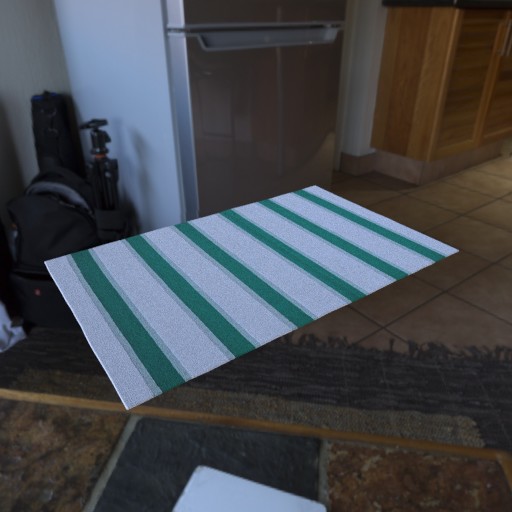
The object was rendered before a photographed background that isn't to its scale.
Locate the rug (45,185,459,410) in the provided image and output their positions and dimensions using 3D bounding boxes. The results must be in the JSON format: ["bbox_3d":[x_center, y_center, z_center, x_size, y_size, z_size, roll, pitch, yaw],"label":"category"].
[{"bbox_3d":[0.000,0.000,3.060,2.436,0.015,1.521,-19,35,-30],"label":"rug"}]
